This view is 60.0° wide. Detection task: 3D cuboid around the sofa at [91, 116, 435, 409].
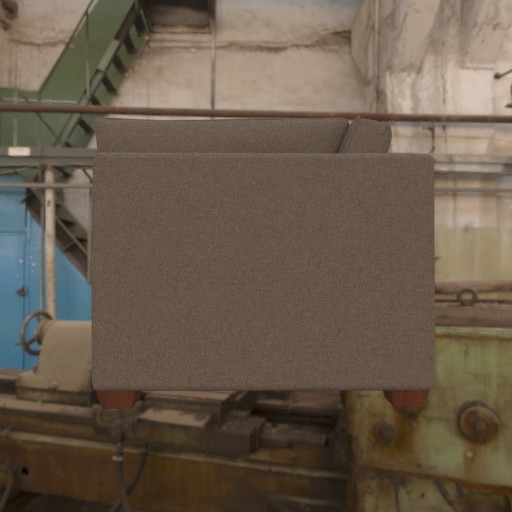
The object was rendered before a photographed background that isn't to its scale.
[{"bbox_3d":[0.000,0.000,1.948,1.146,1.002,1.084,0,-1,-1],"label":"sofa"}]
